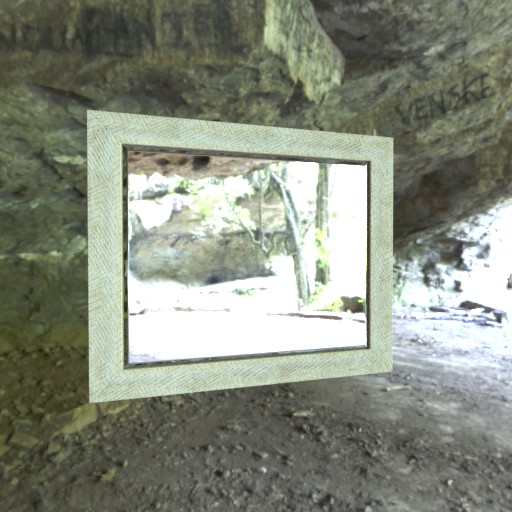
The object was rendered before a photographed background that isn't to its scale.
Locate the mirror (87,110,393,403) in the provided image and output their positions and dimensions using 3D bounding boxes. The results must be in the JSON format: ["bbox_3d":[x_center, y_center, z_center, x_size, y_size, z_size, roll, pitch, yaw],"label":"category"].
[{"bbox_3d":[0.000,0.000,1.181,0.839,0.689,0.028,0,1,-18],"label":"mirror"}]
